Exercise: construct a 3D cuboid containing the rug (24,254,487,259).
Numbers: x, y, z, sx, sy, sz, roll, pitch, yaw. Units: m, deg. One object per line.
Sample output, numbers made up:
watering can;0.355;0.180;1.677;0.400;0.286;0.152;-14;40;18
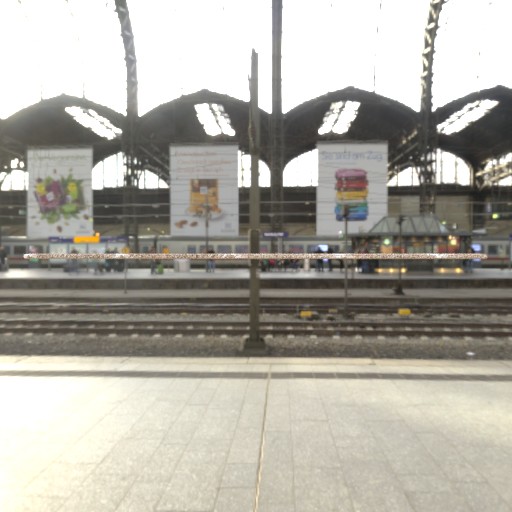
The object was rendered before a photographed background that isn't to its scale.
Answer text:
rug;0.000;0.000;3.490;2.743;0.030;1.778;0;0;1
